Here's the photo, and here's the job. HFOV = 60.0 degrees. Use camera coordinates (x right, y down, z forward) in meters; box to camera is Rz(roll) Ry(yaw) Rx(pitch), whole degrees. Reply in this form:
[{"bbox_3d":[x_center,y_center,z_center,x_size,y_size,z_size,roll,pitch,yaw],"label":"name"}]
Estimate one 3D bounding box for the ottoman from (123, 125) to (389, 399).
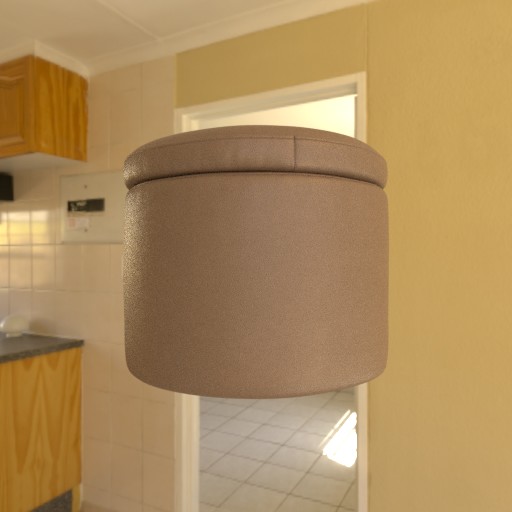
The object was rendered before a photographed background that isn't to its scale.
[{"bbox_3d":[0.000,0.000,0.870,0.500,0.409,0.500,0,0,0],"label":"ottoman"}]
